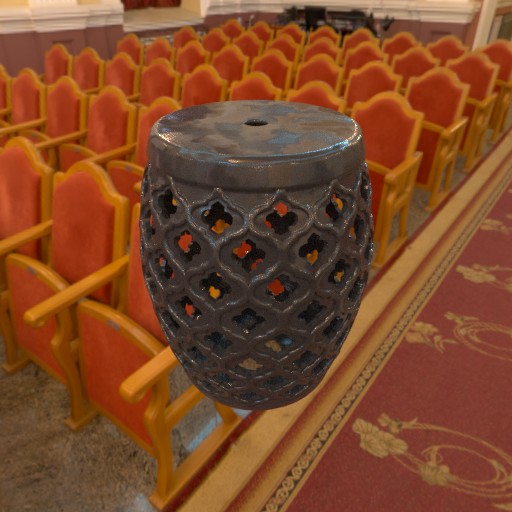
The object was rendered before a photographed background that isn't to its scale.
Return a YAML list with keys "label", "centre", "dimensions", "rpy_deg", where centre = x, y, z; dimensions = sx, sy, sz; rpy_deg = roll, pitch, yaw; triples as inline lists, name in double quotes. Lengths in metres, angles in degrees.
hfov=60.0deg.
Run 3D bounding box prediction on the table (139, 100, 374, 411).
- label: "table"
  centre: [0.000, 0.000, 0.649]
  dimensions: [0.325, 0.388, 0.325]
  rpy_deg: [0, 32, 0]
